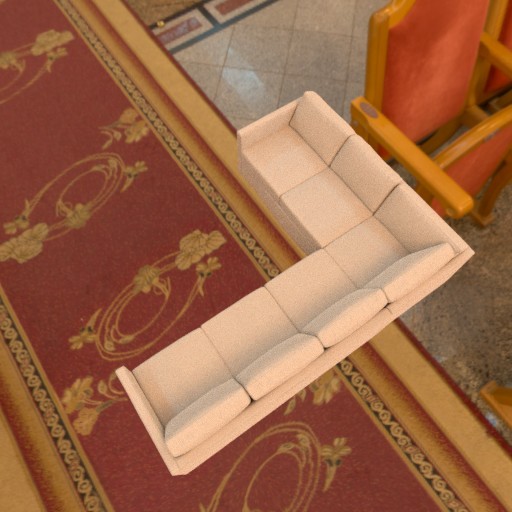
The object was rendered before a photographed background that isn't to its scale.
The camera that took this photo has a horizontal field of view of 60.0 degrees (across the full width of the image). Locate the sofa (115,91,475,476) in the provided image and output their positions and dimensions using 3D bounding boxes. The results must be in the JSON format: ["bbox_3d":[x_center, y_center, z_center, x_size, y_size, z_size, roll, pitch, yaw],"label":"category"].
[{"bbox_3d":[0.000,0.000,4.261,3.182,0.871,2.432,-32,68,-14],"label":"sofa"}]
